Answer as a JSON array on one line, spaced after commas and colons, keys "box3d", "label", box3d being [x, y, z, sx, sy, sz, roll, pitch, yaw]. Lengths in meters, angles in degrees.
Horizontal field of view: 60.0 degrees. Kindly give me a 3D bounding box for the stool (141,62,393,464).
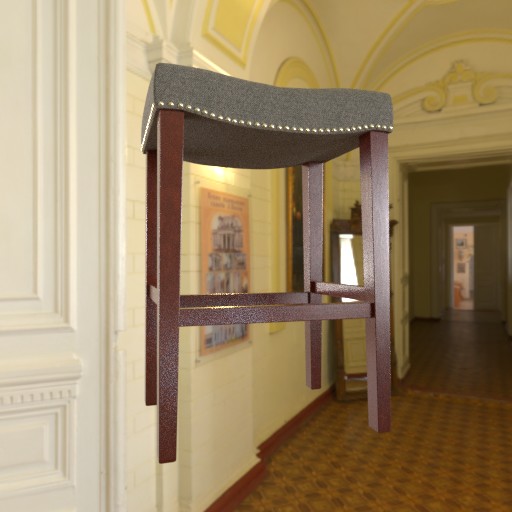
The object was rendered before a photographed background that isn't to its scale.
[{"box3d": [0.000, 0.000, 1.032, 0.504, 0.742, 0.372, 0, 0, -18], "label": "stool"}]
